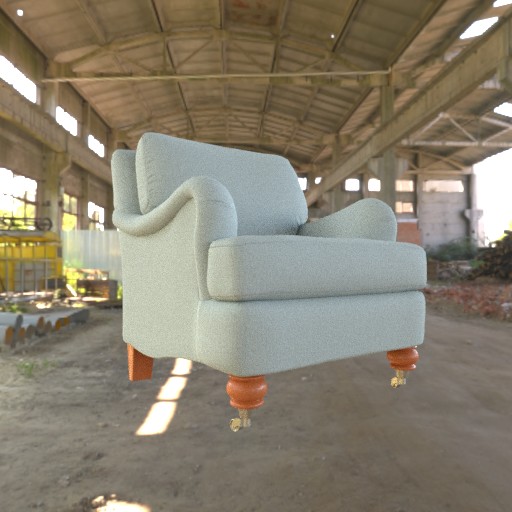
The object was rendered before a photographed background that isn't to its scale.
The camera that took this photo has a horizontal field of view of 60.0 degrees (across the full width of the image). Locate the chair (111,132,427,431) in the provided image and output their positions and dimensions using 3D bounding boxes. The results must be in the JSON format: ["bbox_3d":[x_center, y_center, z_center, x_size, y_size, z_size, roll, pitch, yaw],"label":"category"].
[{"bbox_3d":[0.000,0.000,1.849,0.955,1.038,1.070,1,-1,-36],"label":"chair"}]
